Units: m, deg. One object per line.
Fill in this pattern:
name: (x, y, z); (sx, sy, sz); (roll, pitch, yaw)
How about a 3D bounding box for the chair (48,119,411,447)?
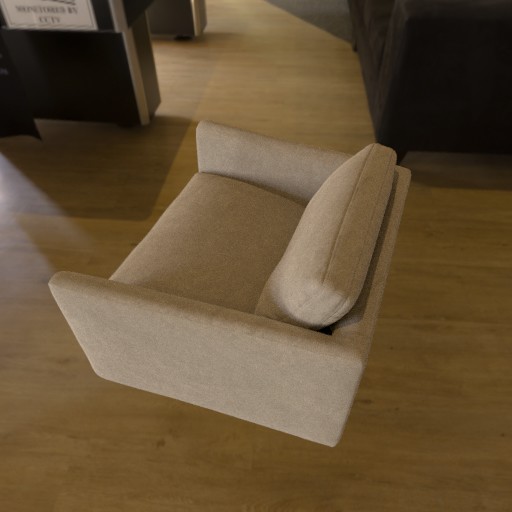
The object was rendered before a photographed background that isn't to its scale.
chair: (0.000, 0.000, 1.900); (1.091, 0.845, 1.190); (15, 47, 15)
